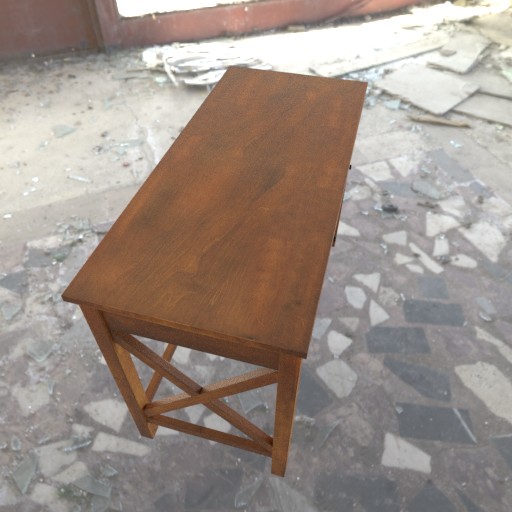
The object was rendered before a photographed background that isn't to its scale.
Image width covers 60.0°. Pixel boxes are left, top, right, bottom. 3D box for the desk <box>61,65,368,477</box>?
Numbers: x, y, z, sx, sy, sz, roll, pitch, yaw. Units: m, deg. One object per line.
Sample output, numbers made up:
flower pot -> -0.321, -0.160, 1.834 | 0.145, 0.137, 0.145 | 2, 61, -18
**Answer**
desk -> 0.000, 0.000, 1.493 | 0.508, 0.762, 1.117 | 11, 48, 11
